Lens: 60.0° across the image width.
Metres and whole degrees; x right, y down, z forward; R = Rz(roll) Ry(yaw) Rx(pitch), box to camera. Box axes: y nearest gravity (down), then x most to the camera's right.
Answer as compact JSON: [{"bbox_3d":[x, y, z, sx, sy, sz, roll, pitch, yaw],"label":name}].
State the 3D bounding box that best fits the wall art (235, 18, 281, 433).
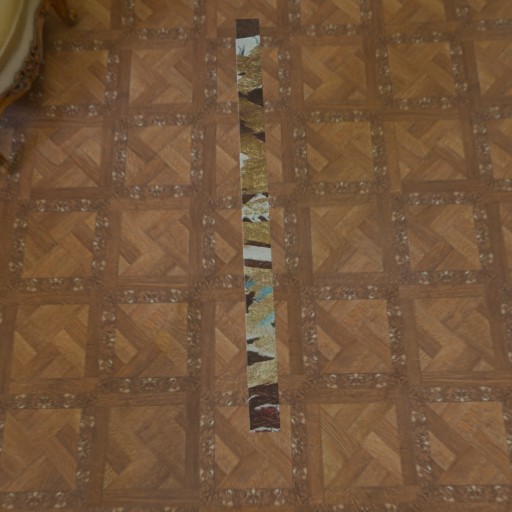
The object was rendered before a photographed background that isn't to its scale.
[{"bbox_3d":[0.000,0.000,0.914,0.041,0.613,0.609,-2,75,-1],"label":"wall art"}]
